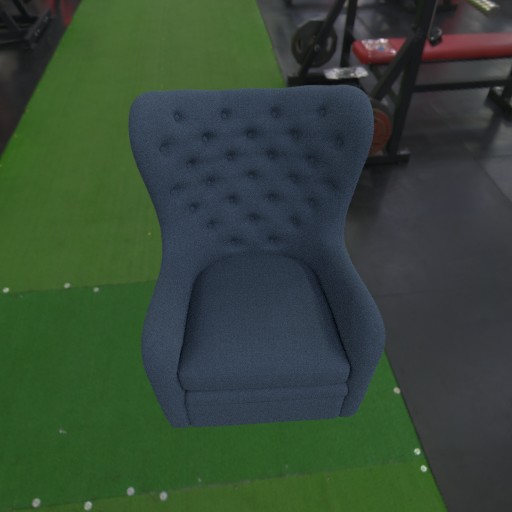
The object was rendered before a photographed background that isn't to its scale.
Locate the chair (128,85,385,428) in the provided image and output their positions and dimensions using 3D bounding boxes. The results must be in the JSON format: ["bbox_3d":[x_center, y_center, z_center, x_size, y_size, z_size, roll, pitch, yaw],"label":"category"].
[{"bbox_3d":[0.000,0.000,1.742,0.831,1.079,0.930,-3,46,-3],"label":"chair"}]
